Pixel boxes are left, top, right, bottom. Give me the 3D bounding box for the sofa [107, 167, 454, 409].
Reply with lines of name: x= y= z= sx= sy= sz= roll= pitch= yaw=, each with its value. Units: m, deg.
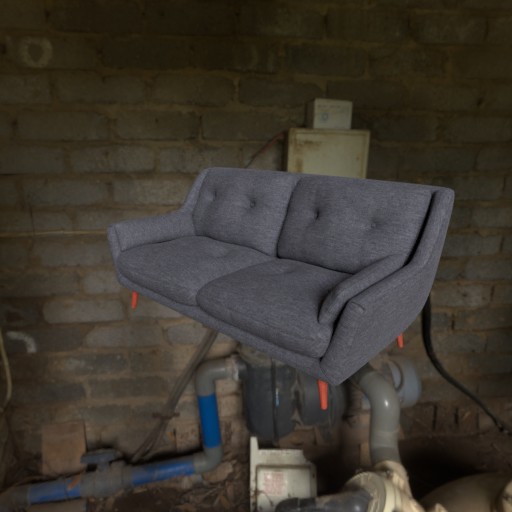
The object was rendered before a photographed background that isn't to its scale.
sofa: x=0.000 y=0.000 z=2.544 sx=0.975 sy=0.896 sz=1.929 roll=-15 pitch=22 yaw=-43
